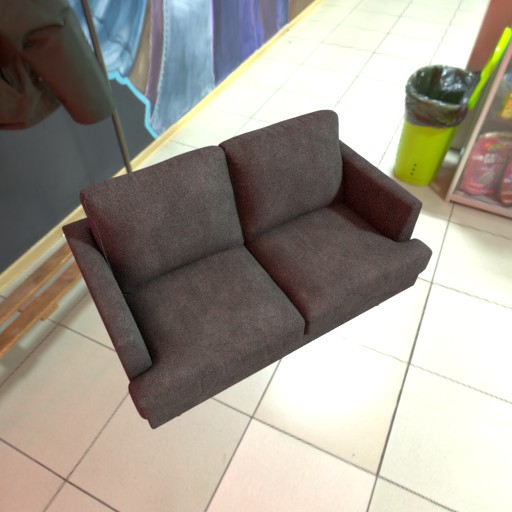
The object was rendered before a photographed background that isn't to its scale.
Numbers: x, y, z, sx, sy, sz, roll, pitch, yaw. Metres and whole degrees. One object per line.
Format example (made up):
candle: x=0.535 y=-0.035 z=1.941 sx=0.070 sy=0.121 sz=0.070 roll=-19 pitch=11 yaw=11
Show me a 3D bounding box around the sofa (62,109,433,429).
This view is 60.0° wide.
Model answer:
sofa: x=0.000 y=0.000 z=2.194 sx=1.582 sy=0.956 sz=0.903 roll=-24 pitch=52 yaw=-21
